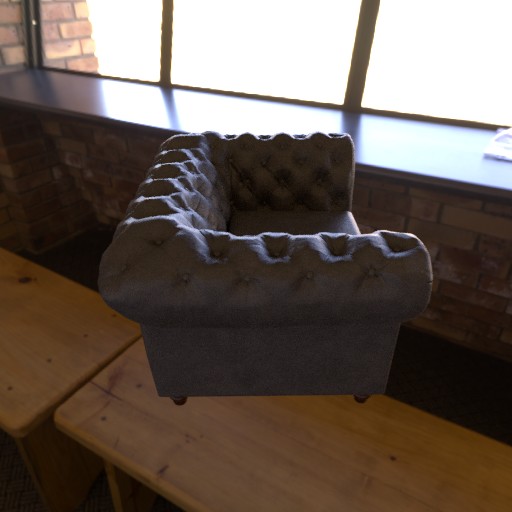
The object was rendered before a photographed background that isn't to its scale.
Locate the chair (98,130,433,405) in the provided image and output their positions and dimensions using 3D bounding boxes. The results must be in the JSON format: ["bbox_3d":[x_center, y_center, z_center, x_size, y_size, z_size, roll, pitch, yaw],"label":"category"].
[{"bbox_3d":[0.000,0.000,1.861,0.943,0.780,1.298,0,31,-1],"label":"chair"}]
